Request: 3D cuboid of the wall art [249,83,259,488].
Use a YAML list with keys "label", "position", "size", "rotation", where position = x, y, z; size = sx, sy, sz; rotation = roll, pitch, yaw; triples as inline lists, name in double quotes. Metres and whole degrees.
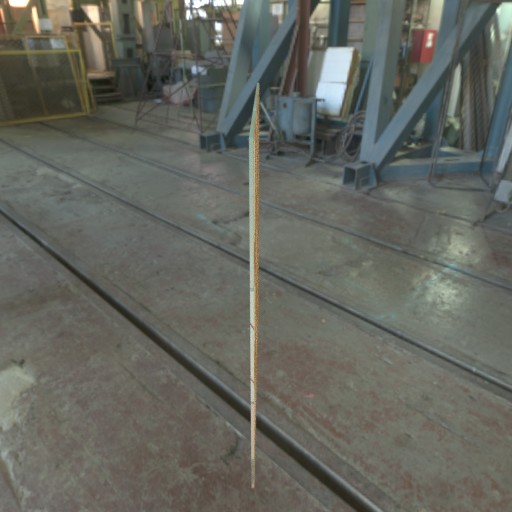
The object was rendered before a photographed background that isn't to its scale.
- label: "wall art"
  position: [0.000, 0.000, 2.284]
  size: [0.013, 1.523, 1.517]
  rotation: [0, 27, 1]
